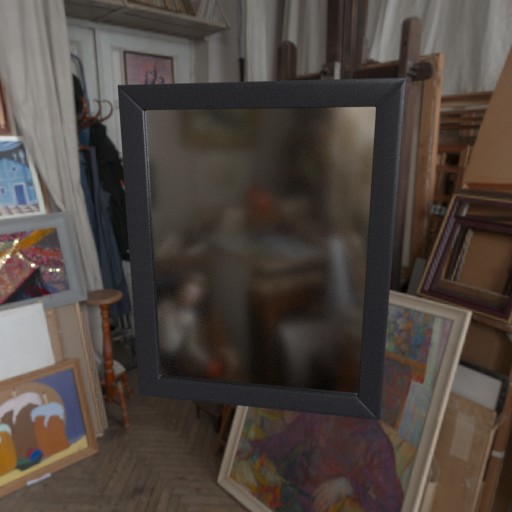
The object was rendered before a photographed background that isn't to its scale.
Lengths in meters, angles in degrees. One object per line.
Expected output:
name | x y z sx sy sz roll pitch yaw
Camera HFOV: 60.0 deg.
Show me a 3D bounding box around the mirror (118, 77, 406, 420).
mirror | 0.000 0.000 0.694 0.405 0.508 0.041 3 14 10
